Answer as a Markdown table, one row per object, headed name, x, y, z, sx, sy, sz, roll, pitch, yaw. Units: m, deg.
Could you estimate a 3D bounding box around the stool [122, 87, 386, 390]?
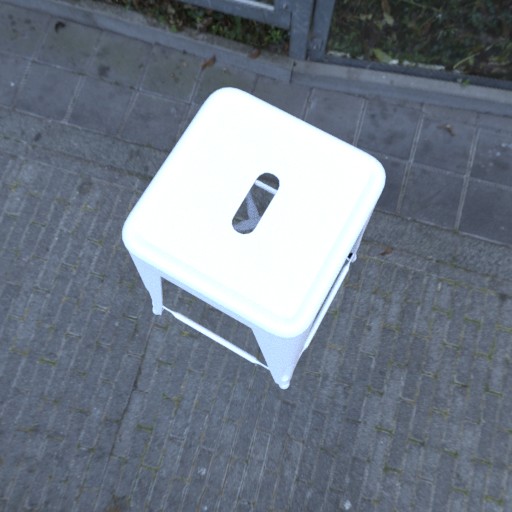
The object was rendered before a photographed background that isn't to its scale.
| name | x | y | z | sx | sy | sz | roll | pitch | yaw |
| --- | --- | --- | --- | --- | --- | --- | --- | --- | --- |
| stool | 0.000 | 0.000 | 0.885 | 0.406 | 0.610 | 0.406 | 29 | 78 | 7 |
